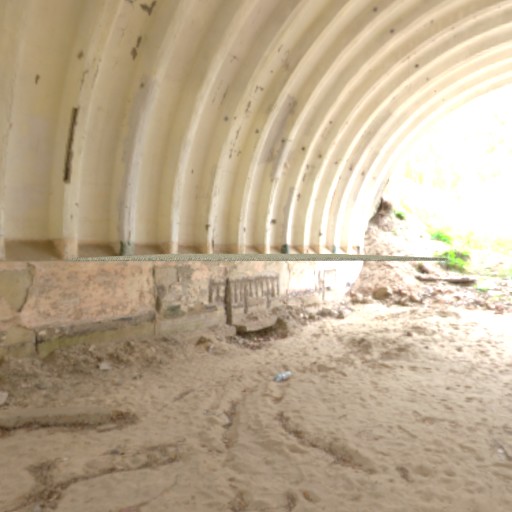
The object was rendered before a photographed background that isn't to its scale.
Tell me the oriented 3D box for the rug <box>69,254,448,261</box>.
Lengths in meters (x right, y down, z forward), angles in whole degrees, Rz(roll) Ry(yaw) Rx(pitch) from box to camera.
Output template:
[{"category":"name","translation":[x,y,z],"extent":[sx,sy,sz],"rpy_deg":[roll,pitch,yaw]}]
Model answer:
[{"category":"rug","translation":[0.000,0.000,2.937],"extent":[1.547,0.013,2.283],"rpy_deg":[0,1,0]}]
